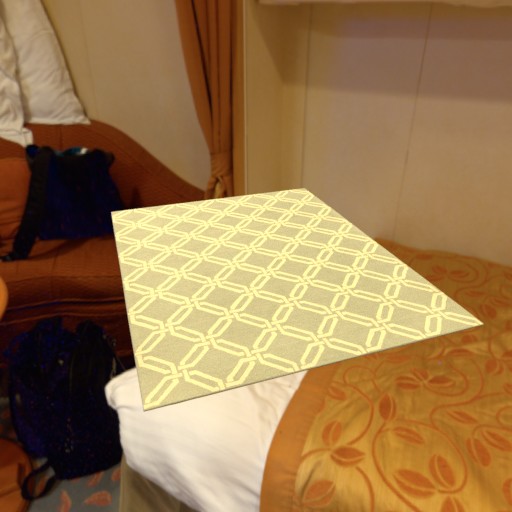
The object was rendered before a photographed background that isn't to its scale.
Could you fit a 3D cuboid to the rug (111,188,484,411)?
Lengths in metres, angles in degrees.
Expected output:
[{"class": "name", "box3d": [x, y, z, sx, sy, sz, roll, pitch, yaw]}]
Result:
[{"class": "rug", "box3d": [0.000, 0.000, 3.893, 2.288, 0.018, 2.895, -9, 30, -17]}]
